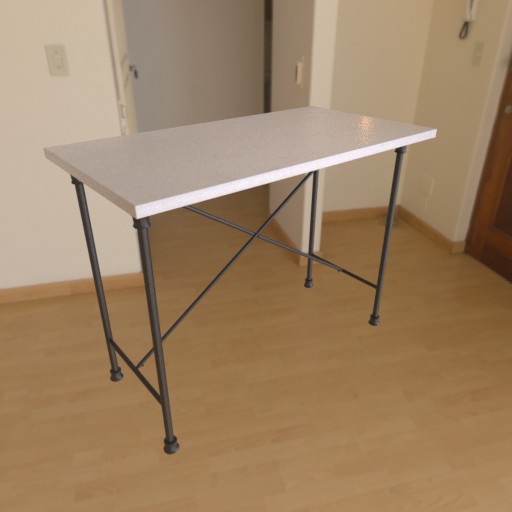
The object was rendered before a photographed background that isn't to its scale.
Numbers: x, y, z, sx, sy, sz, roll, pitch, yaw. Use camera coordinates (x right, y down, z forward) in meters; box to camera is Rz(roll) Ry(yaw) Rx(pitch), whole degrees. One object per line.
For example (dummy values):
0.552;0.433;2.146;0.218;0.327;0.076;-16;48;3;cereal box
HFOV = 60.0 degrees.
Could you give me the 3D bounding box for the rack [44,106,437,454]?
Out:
0.000;0.000;1.660;1.159;0.880;0.613;-21;35;-34;rack
